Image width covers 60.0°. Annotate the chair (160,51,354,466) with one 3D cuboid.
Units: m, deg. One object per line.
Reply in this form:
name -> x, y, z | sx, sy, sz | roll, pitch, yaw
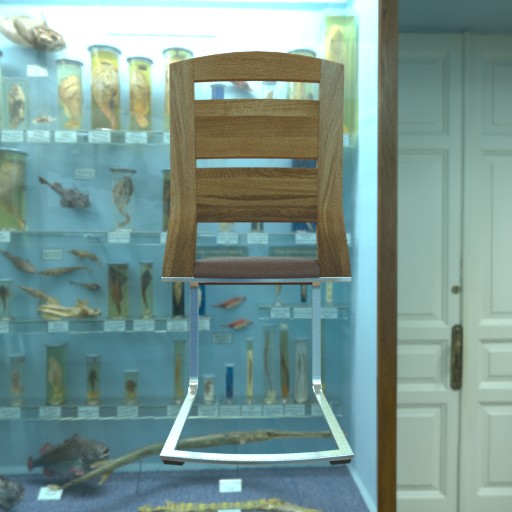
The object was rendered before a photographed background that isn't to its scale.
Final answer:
chair -> 0.000, 0.000, 1.289 | 0.460, 0.970, 0.570 | 0, 1, -1
